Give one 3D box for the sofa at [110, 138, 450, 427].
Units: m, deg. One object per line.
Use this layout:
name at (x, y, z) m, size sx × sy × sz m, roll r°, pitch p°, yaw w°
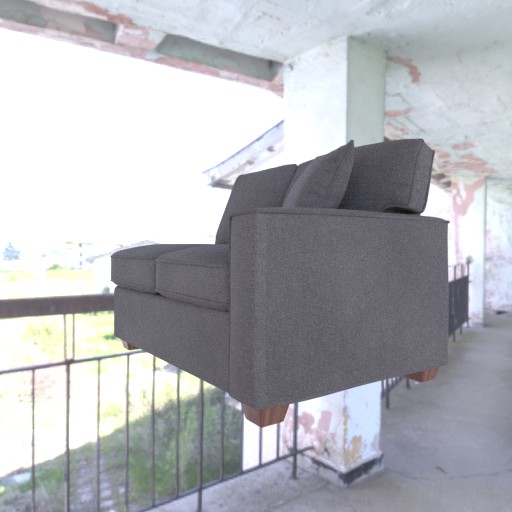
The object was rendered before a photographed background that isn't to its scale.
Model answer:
sofa at (0.000, 0.000, 2.081) m, size 0.991 × 0.989 × 1.388 m, roll -1°, pitch 1°, yaw -35°
